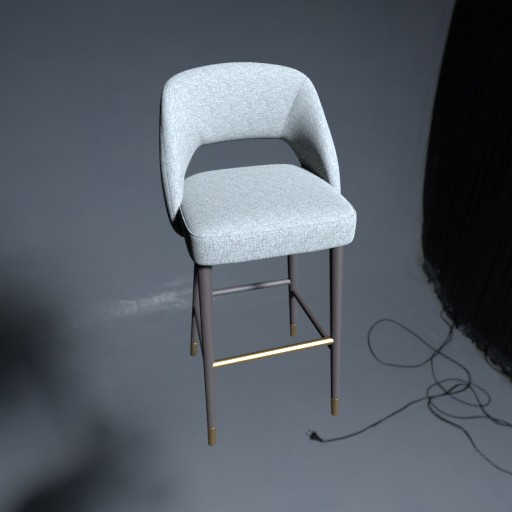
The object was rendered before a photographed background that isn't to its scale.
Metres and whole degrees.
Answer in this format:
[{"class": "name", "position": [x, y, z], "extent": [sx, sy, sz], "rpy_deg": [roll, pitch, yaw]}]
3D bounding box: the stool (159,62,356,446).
[{"class": "stool", "position": [0.000, 0.000, 1.431], "extent": [0.536, 1.089, 0.524], "rpy_deg": [-8, 33, -13]}]
